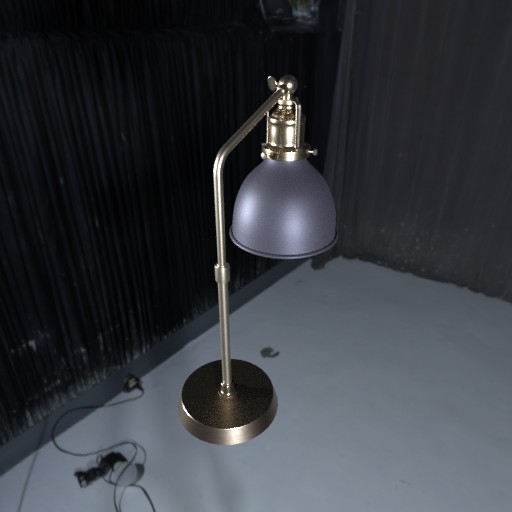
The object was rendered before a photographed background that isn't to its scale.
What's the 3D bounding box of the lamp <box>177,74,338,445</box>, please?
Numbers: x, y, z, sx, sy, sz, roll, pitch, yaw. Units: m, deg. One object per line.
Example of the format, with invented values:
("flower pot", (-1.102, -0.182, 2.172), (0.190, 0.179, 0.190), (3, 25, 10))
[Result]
("lamp", (0.000, 0.000, 0.615), (0.160, 0.456, 0.291), (21, 36, 32))
